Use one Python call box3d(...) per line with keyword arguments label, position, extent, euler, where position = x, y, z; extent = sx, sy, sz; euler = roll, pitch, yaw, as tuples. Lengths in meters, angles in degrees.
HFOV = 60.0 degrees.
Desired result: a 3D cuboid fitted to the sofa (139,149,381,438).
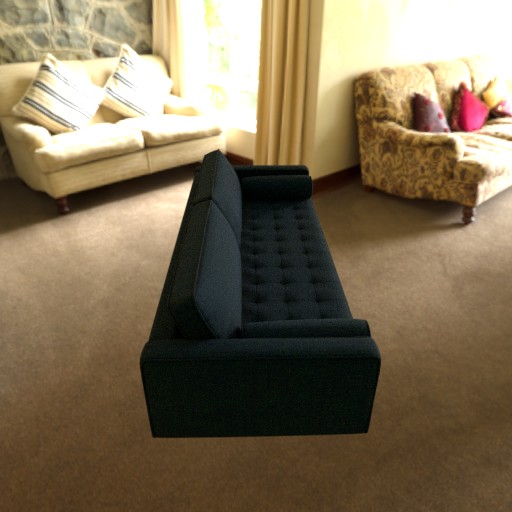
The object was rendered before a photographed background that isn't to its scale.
box3d(label="sofa", position=(0.000, 0.000, 2.650), extent=(0.914, 0.762, 2.210), euler=(-1, 30, -1))
